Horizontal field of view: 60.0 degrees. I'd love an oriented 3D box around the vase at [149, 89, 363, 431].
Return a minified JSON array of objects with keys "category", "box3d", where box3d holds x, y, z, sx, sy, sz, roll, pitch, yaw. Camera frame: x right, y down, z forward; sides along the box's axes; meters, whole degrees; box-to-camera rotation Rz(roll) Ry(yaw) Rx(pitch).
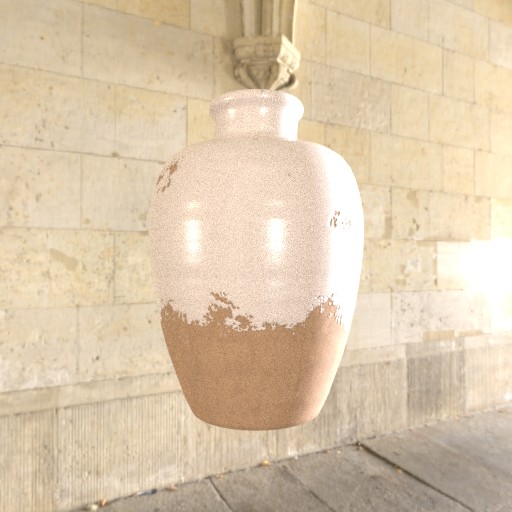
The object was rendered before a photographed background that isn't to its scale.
[{"category":"vase","box3d":[0.000,0.000,0.335,0.158,0.228,0.158,0,-1,0]}]
